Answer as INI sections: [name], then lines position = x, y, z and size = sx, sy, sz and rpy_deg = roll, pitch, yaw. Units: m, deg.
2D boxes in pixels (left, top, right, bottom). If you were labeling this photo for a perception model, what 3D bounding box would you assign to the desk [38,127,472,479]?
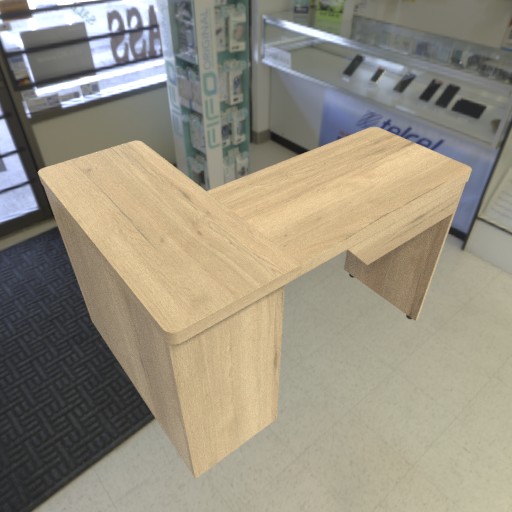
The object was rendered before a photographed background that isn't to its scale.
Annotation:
[desk]
position = 0.000, 0.000, 1.733
size = 1.169, 0.760, 0.900
rpy_deg = -27, 47, -28
